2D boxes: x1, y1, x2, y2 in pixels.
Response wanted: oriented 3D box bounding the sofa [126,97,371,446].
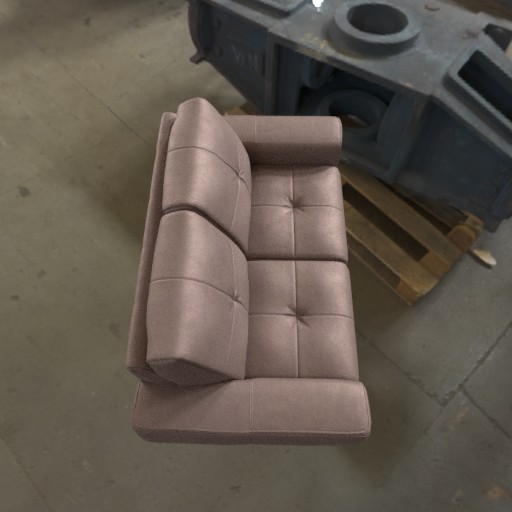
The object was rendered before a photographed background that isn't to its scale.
[{"bbox_3d":[0.000,0.000,2.302,1.018,0.907,1.806,1,63,0],"label":"sofa"}]
